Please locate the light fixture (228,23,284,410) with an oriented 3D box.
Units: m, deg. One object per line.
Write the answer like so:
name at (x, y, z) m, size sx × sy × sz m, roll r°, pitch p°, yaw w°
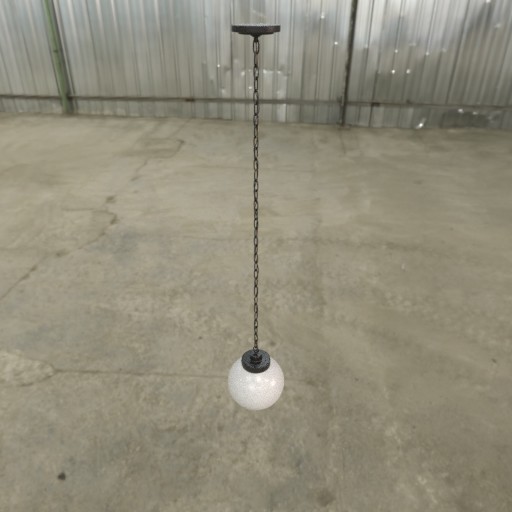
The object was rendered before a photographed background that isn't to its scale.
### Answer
light fixture at (0.000, 0.000, 2.016) m, size 0.305 × 1.867 × 0.304 m, roll 19°, pitch 35°, yaw 29°
